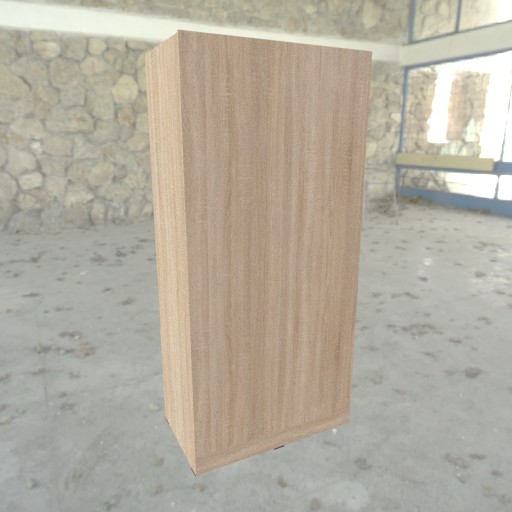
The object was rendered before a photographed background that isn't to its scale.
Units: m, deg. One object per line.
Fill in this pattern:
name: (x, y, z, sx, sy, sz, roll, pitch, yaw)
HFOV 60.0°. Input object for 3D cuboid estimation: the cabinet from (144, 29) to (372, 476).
cabinet: (0.000, 0.000, 2.507, 1.001, 2.121, 0.590, -7, 16, -26)
